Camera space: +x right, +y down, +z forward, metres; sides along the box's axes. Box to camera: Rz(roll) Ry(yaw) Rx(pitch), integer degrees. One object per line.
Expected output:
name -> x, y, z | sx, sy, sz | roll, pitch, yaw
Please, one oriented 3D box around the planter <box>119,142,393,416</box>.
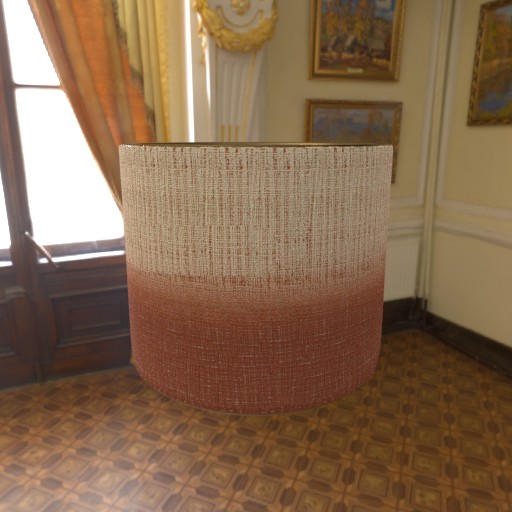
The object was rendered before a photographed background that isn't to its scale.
planter -> 0.000, 0.000, 0.447 | 0.254, 0.221, 0.254 | 0, 15, 0
